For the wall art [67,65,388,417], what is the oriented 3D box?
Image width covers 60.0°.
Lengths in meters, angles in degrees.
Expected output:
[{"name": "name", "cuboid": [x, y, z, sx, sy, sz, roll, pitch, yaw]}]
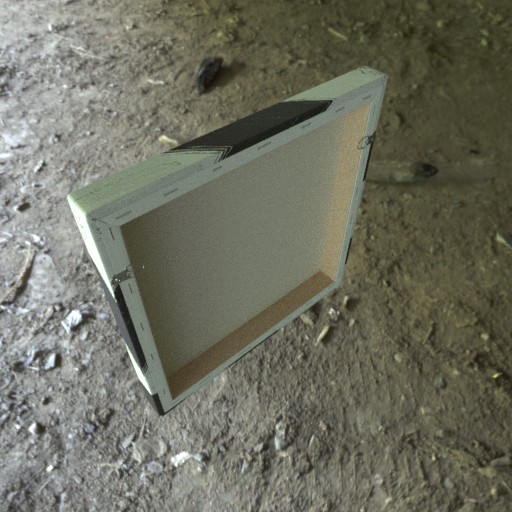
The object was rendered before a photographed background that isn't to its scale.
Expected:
[{"name": "wall art", "cuboid": [0.000, 0.000, 0.770, 0.507, 0.508, 0.050, -32, 54, -26]}]
